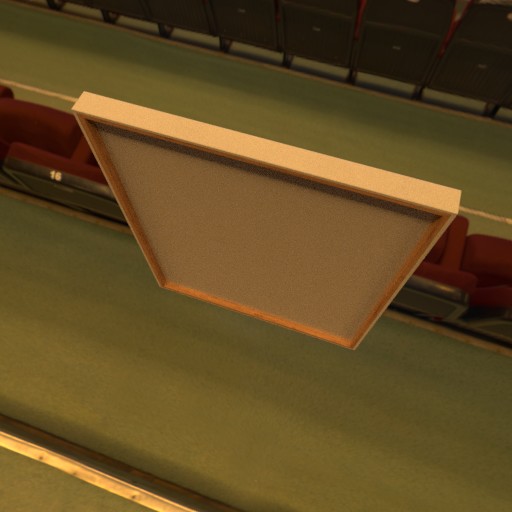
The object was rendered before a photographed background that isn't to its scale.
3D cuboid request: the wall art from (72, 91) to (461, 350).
[{"bbox_3d":[0.000,0.000,0.830,0.508,0.606,0.037,17,64,8],"label":"wall art"}]
